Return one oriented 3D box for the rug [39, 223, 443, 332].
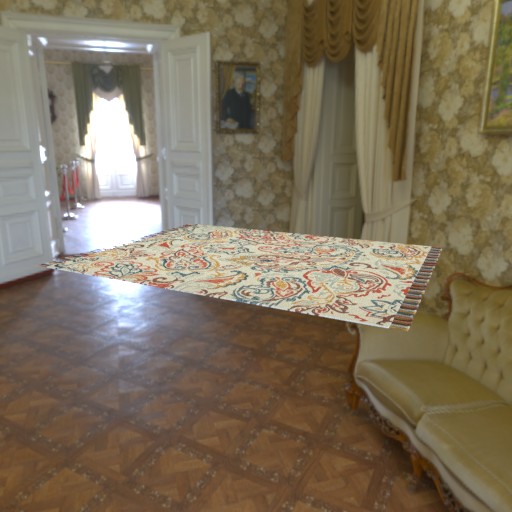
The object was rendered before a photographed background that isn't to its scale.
[{"bbox_3d":[0.000,0.000,4.430,3.274,0.015,2.439,7,16,26],"label":"rug"}]
